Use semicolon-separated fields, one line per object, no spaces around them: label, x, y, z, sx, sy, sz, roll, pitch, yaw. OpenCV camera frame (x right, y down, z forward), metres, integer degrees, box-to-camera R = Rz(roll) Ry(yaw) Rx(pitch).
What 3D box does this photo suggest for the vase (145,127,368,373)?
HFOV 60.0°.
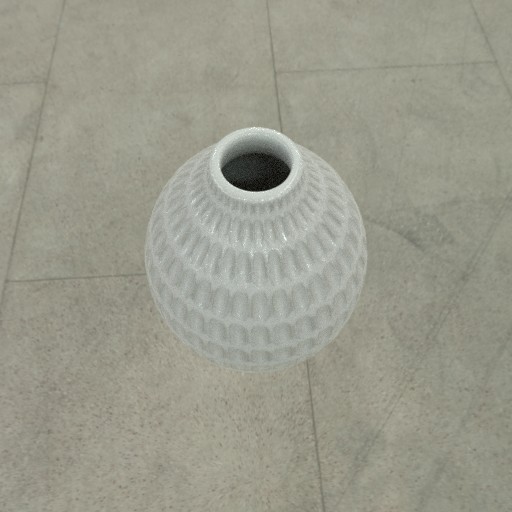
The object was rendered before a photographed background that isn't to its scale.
vase;0.000;0.000;0.331;0.162;0.223;0.162;0;63;0
